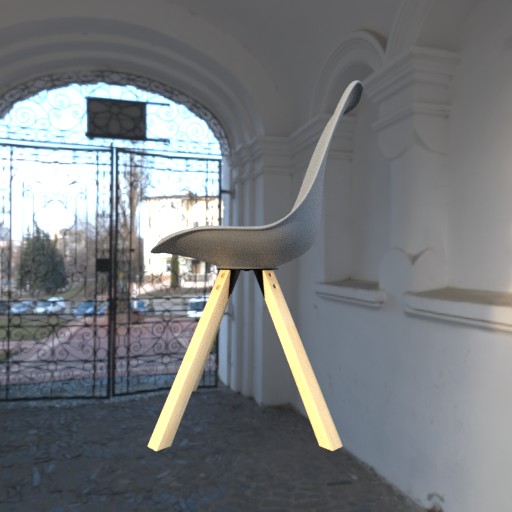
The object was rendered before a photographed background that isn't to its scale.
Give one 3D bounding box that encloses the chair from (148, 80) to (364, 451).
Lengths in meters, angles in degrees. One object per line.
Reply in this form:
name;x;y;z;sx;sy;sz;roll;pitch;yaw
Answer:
chair;0.000;0.000;1.185;0.549;0.850;0.485;0;0;0
